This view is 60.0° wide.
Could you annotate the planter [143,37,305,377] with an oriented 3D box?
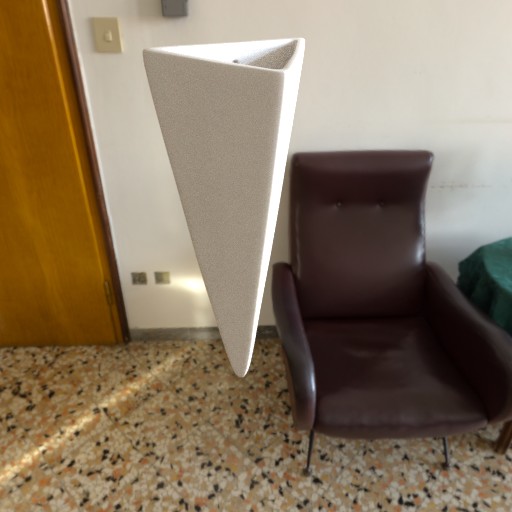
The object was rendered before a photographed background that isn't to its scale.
[{"bbox_3d":[0.000,0.000,0.392,0.143,0.338,0.065,-21,37,-32],"label":"planter"}]
